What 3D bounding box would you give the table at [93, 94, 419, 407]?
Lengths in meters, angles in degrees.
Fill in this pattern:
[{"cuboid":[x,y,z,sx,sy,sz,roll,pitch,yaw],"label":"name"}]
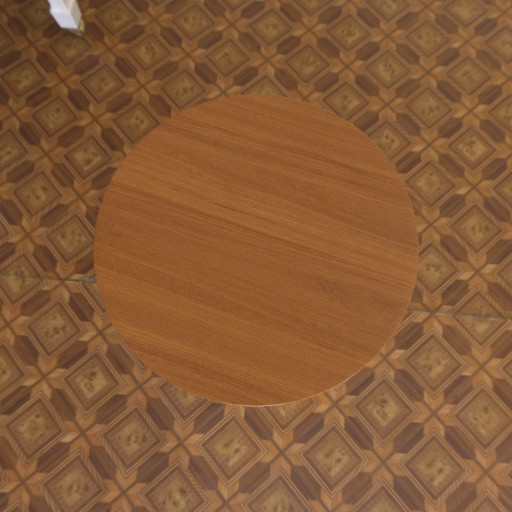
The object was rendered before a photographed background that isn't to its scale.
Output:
[{"cuboid":[0.000,0.000,1.632,1.029,0.490,1.029,0,75,0],"label":"table"}]
